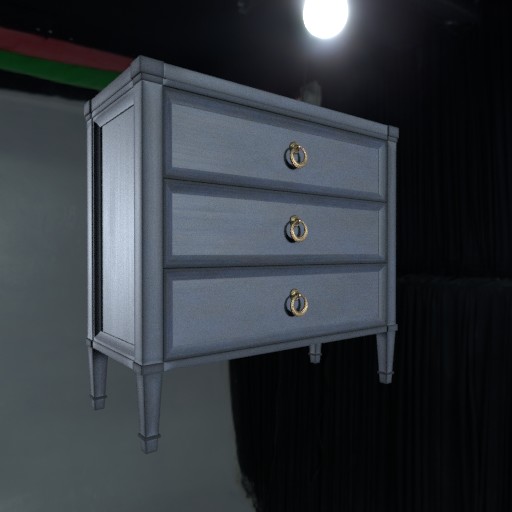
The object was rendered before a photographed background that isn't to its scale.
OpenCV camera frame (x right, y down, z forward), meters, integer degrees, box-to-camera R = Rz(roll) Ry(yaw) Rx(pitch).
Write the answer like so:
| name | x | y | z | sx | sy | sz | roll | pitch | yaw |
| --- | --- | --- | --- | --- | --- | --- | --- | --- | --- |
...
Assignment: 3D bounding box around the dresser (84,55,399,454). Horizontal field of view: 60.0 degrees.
| name | x | y | z | sx | sy | sz | roll | pitch | yaw |
| --- | --- | --- | --- | --- | --- | --- | --- | --- | --- |
| dresser | 0.000 | 0.000 | 1.576 | 1.049 | 0.986 | 0.463 | 0 | 1 | -37 |
